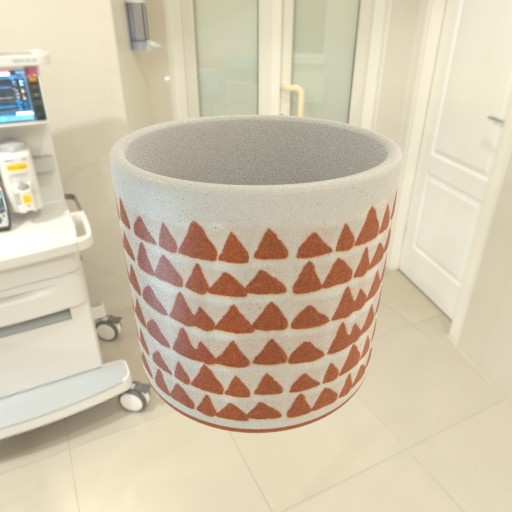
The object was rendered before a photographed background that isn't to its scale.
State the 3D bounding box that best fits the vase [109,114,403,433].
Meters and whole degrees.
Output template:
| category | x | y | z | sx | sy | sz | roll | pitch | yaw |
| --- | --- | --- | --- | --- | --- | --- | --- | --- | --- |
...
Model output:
| category | x | y | z | sx | sy | sz | roll | pitch | yaw |
| --- | --- | --- | --- | --- | --- | --- | --- | --- | --- |
| vase | 0.000 | 0.000 | 0.244 | 0.137 | 0.127 | 0.137 | 0 | 29 | 0 |
